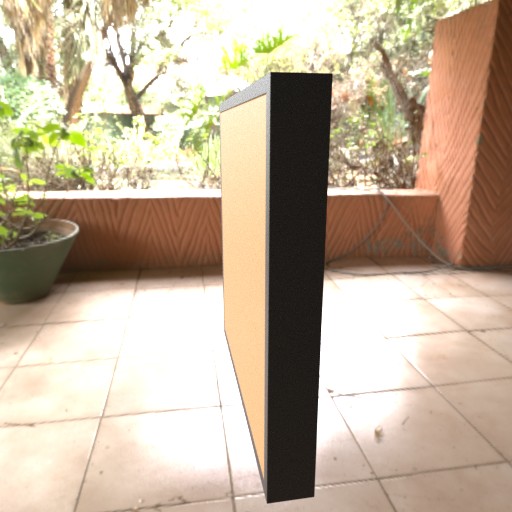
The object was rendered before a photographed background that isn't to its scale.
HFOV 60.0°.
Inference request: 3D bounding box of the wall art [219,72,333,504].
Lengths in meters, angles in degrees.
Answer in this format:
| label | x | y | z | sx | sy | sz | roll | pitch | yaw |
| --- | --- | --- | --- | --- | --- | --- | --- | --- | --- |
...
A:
| label | x | y | z | sx | sy | sz | roll | pitch | yaw |
| --- | --- | --- | --- | --- | --- | --- | --- | --- | --- |
| wall art | 0.000 | 0.000 | 0.441 | 0.038 | 0.304 | 0.304 | -3 | 16 | -10 |
